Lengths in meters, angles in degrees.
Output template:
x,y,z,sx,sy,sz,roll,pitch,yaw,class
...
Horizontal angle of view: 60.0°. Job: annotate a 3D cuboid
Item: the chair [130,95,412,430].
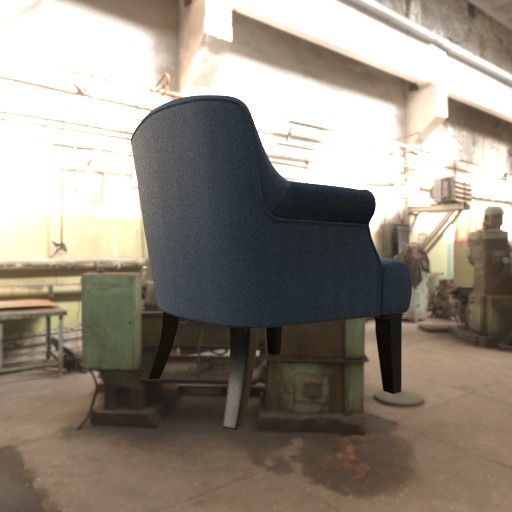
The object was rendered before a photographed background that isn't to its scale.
x,y,z,sx,sy,sz,roll,pitch,yaw,class
0.000,0.000,1.516,0.754,0.878,0.770,0,1,-35,chair
